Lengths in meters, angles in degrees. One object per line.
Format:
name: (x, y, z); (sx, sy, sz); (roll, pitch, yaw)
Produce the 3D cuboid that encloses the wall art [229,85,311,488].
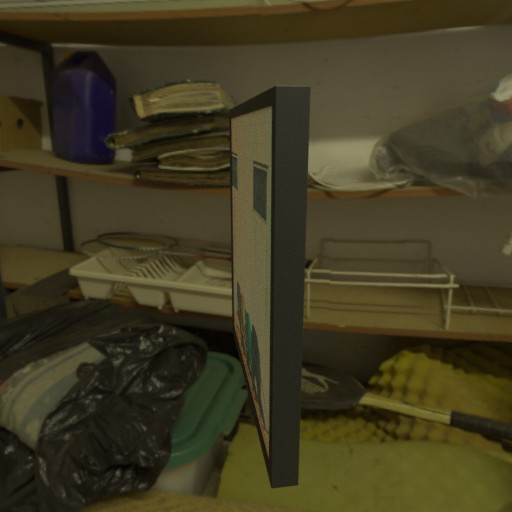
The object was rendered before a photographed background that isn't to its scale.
wall art: (0.000, 0.000, 0.769); (0.037, 0.506, 0.506); (-2, 16, -9)
